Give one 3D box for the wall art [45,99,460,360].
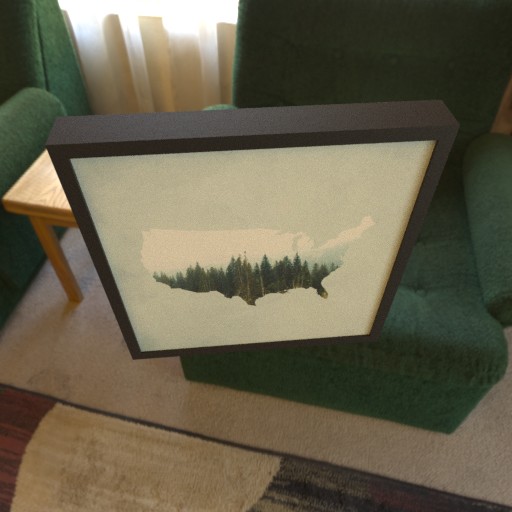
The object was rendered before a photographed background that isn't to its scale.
[{"bbox_3d":[0.000,0.000,0.448,0.304,0.304,0.038,-4,48,-3],"label":"wall art"}]
